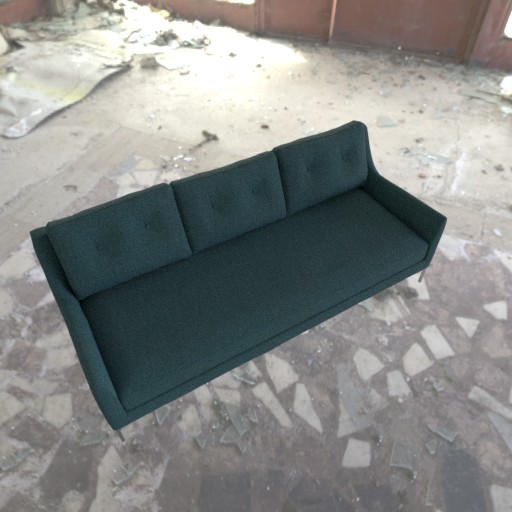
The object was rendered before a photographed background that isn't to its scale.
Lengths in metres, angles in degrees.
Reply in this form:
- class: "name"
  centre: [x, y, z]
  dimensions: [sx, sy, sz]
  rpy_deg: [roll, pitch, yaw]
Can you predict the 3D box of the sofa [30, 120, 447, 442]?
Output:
- class: "sofa"
  centre: [0.000, 0.000, 2.465]
  dimensions: [2.060, 0.837, 0.849]
  rpy_deg: [-23, 50, -21]
